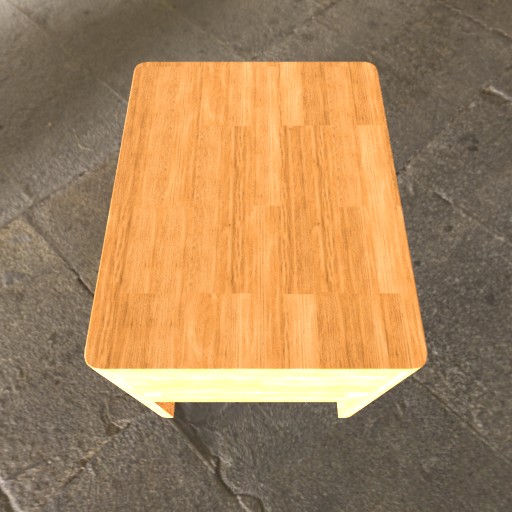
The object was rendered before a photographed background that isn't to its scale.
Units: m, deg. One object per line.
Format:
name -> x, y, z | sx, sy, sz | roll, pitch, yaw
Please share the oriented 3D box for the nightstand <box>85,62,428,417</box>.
nightstand -> 0.000, 0.000, 0.895 | 0.440, 0.470, 0.560 | 0, 63, 0
